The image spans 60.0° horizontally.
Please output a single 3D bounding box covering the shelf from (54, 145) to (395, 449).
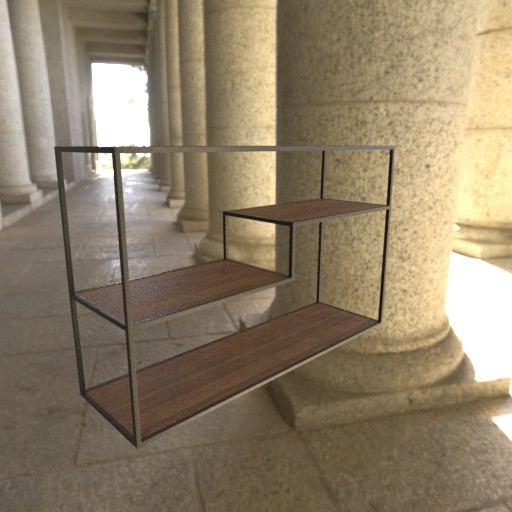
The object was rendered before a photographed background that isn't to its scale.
[{"bbox_3d":[0.000,0.000,1.588,1.201,0.765,0.361,-13,19,-42],"label":"shelf"}]
